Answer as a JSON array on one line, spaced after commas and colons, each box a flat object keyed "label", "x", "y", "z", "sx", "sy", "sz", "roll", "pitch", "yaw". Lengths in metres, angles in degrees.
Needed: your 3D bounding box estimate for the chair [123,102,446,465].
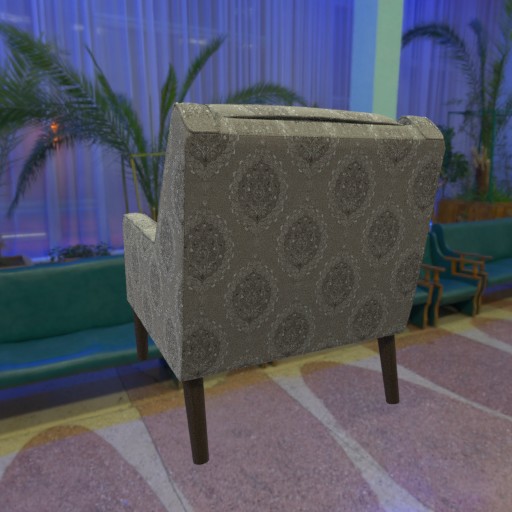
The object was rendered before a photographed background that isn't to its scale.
[{"label": "chair", "x": 0.000, "y": 0.000, "z": 1.311, "sx": 0.665, "sy": 0.797, "sz": 0.750, "roll": -6, "pitch": 13, "yaw": -26}]
